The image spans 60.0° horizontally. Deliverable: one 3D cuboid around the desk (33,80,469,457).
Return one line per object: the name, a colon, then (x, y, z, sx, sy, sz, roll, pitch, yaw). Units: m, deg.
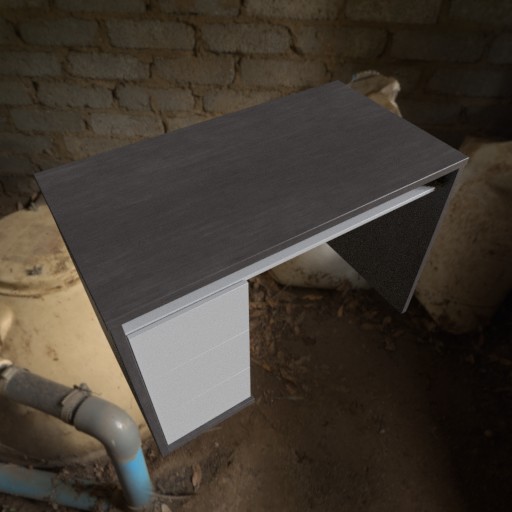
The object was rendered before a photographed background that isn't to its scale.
desk: (0.000, 0.000, 1.540, 1.100, 0.750, 0.600, -25, 51, -22)
